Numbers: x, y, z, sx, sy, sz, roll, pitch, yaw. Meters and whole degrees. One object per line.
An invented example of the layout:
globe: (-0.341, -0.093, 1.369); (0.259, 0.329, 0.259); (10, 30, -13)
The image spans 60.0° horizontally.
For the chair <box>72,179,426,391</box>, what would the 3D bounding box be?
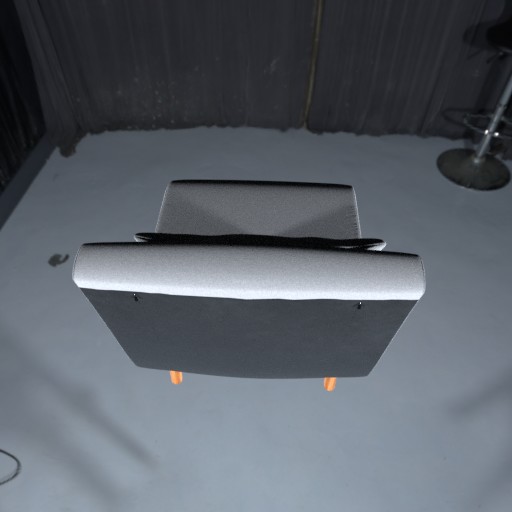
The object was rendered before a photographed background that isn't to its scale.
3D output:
chair: (0.000, 0.000, 1.512); (0.770, 0.808, 0.902); (2, 47, 2)
